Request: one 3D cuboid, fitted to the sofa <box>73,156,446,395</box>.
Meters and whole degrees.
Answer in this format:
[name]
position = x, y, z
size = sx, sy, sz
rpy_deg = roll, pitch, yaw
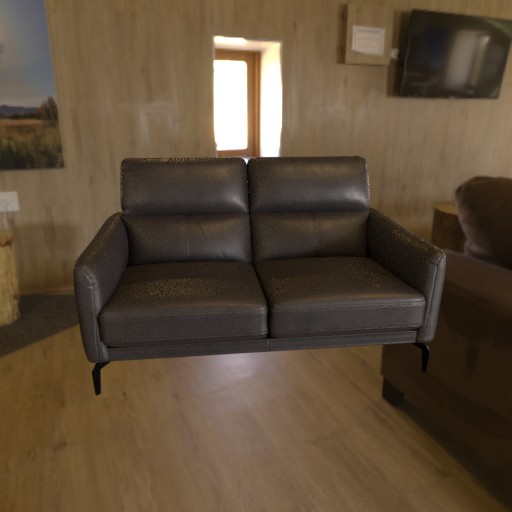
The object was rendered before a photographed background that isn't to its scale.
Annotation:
[sofa]
position = 0.000, 0.000, 2.235
size = 1.596, 0.920, 0.958
rpy_deg = -2, 17, -7
